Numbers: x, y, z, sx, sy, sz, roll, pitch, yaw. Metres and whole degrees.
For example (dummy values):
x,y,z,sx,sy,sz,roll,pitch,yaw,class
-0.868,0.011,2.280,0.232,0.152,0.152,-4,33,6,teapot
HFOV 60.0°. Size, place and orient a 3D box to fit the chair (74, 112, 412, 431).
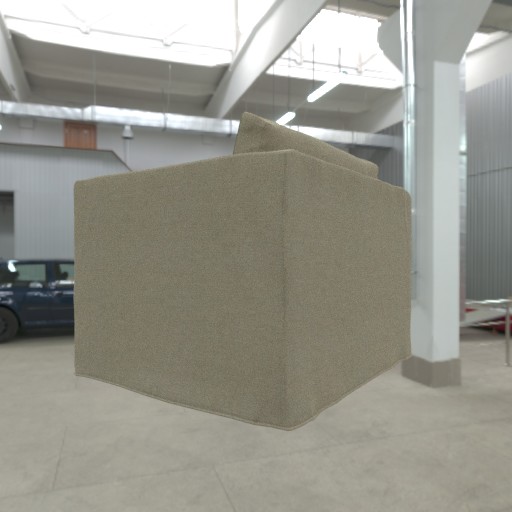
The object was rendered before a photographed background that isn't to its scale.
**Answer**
x,y,z,sx,sy,sz,roll,pitch,yaw,class
0.000,0.000,1.761,0.949,0.863,1.057,0,1,36,chair
